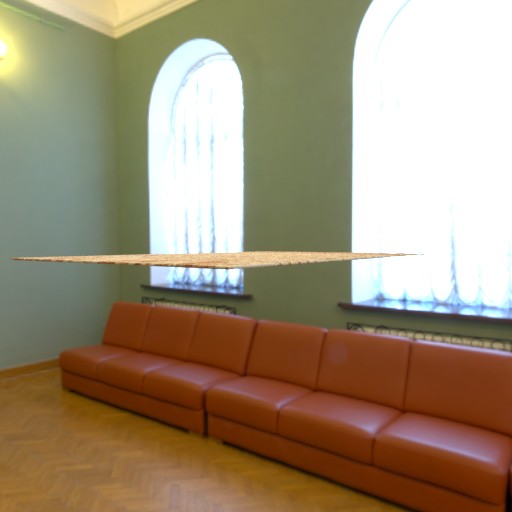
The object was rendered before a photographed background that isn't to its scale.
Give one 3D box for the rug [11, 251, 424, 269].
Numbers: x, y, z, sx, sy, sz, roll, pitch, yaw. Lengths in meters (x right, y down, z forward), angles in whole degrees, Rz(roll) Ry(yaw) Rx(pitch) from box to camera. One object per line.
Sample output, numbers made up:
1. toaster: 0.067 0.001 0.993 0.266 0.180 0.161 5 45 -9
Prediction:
1. rug: 0.000 0.000 2.940 1.517 0.011 2.435 1 2 36
